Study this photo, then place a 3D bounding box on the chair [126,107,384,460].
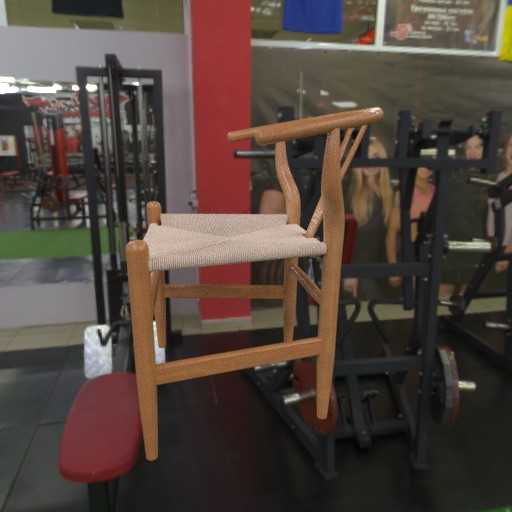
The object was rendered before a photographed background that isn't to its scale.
[{"bbox_3d":[0.000,0.000,1.148,0.579,0.730,0.569,-2,15,-9],"label":"chair"}]
